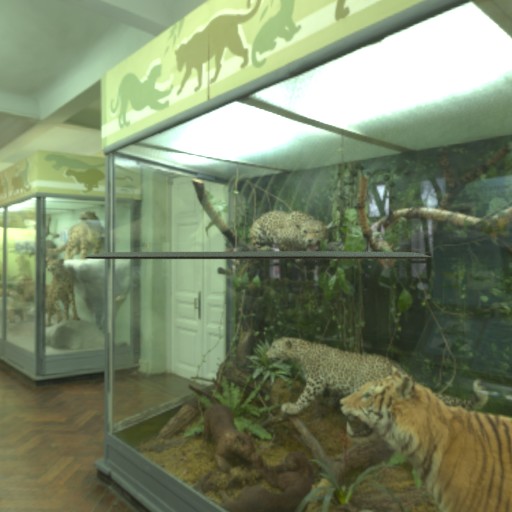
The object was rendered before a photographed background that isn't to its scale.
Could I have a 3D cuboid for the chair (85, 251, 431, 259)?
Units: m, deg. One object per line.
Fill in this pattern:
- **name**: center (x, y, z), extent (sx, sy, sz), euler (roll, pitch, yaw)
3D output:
- **chair**: center (0.000, 0.000, 1.903), extent (1.372, 0.024, 1.219), euler (0, 0, 17)
